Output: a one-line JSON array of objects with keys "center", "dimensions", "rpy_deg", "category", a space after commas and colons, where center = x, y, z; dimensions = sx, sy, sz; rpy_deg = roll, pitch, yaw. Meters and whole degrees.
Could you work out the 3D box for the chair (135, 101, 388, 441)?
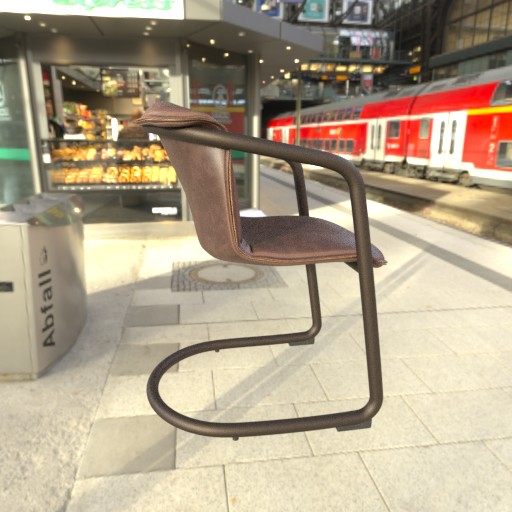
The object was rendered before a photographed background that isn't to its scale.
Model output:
[{"center": [0.000, 0.000, 1.278], "dimensions": [0.664, 0.836, 0.536], "rpy_deg": [-3, 15, -10], "category": "chair"}]
